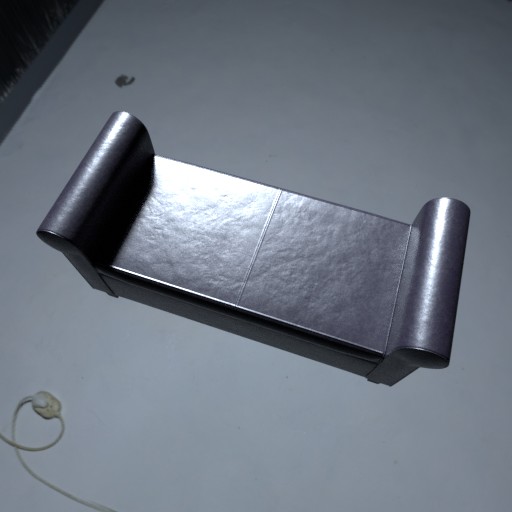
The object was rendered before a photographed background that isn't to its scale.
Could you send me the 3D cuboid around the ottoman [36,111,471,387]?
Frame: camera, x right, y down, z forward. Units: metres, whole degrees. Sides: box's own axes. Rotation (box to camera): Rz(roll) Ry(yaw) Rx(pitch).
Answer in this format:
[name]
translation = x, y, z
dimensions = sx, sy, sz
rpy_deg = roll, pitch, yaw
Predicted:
[ottoman]
translation = 0.000, 0.000, 1.570
dimensions = 1.256, 0.547, 0.521
rpy_deg = 17, 65, 8
